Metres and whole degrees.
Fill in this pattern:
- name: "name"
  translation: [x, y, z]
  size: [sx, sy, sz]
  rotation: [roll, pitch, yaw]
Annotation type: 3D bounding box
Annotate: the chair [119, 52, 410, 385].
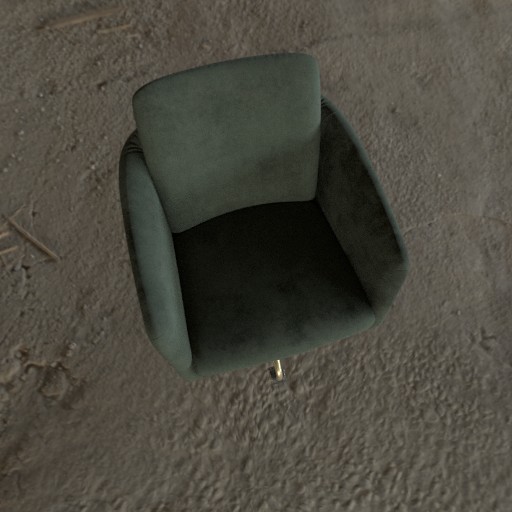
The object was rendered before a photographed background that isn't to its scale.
- name: "chair"
  translation: [0.000, 0.000, 1.304]
  size: [0.641, 0.908, 0.635]
  rotation: [-15, 63, -7]
